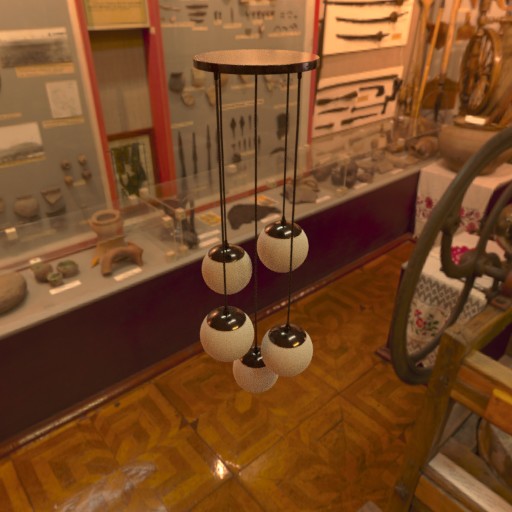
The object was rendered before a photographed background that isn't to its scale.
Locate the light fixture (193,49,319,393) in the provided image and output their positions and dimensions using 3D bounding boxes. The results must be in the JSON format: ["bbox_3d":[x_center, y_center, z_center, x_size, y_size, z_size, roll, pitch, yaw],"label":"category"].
[{"bbox_3d":[0.000,0.000,1.537,0.489,1.271,0.484,-22,37,-33],"label":"light fixture"}]
